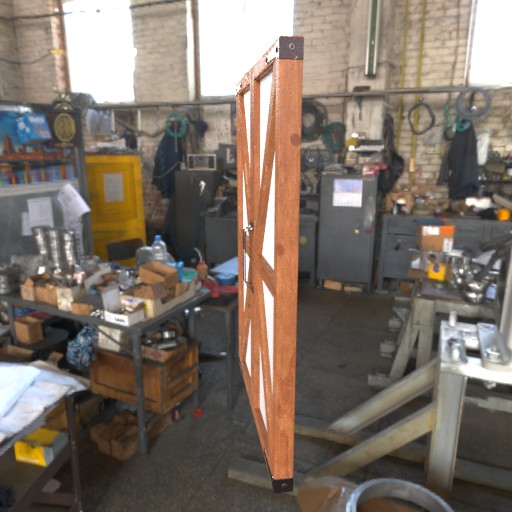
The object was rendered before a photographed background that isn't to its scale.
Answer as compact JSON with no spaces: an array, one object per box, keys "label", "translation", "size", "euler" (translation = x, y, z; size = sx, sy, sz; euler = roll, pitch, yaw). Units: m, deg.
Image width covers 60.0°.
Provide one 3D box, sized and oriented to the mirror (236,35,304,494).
[{"label":"mirror","translation":[0.000,0.000,0.956],"size":[0.053,0.761,0.517],"euler":[-2,14,-9]}]
